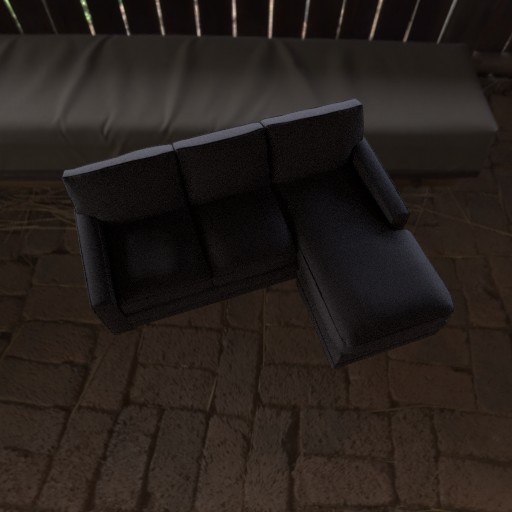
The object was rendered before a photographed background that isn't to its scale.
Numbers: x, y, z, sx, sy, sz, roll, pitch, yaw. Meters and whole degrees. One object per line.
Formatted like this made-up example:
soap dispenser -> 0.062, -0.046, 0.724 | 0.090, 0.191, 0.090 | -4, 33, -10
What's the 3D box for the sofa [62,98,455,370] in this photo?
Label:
sofa -> 0.000, 0.000, 3.243 | 2.370, 0.973, 1.790 | -16, 63, -9
